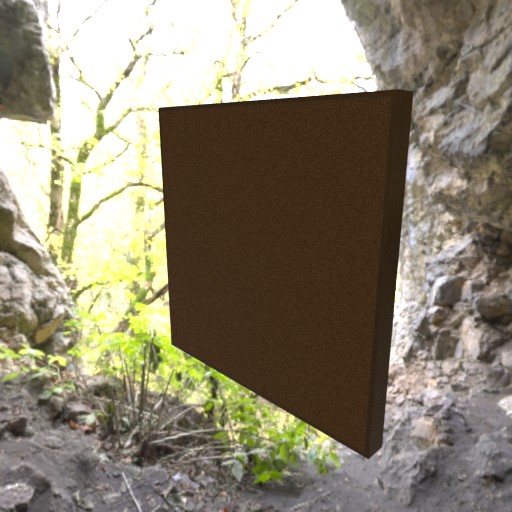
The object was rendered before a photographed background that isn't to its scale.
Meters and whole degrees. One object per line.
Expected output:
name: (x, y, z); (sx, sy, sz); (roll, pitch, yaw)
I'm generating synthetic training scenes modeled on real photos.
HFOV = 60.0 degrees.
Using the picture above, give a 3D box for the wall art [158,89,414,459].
wall art: (0.000, 0.000, 0.772); (0.038, 0.511, 0.513); (-14, 21, -42)
